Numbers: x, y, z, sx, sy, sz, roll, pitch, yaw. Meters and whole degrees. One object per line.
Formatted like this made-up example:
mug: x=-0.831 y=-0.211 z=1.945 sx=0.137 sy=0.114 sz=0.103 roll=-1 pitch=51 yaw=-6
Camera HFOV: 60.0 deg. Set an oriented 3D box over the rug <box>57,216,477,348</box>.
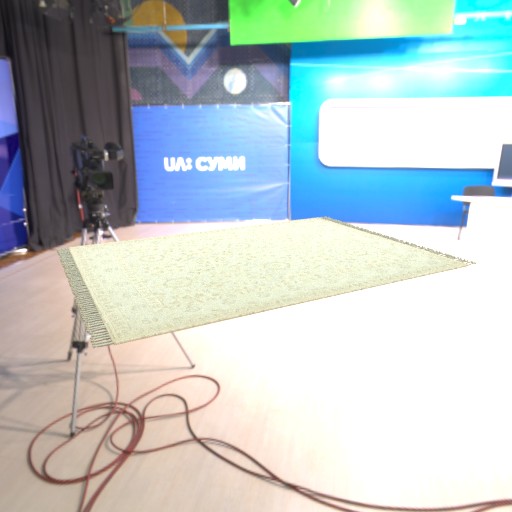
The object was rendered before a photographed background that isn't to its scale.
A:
rug: x=0.000 y=0.000 z=2.256 sx=1.771 sy=0.015 sz=1.223 roll=-9 pitch=19 yaw=-27
